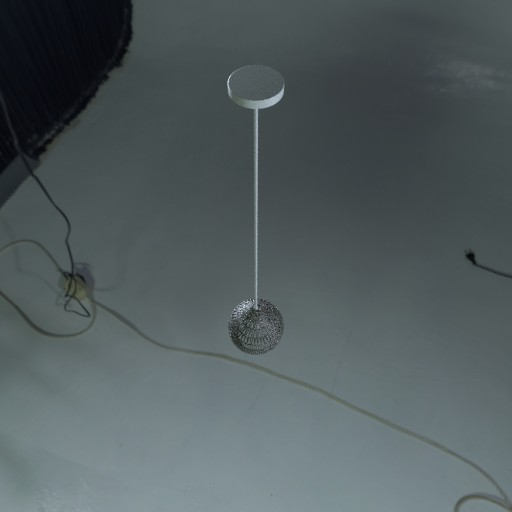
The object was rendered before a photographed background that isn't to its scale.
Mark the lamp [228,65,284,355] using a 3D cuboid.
[{"bbox_3d":[0.000,0.000,2.123,0.355,1.919,0.355,14,59,9],"label":"lamp"}]
